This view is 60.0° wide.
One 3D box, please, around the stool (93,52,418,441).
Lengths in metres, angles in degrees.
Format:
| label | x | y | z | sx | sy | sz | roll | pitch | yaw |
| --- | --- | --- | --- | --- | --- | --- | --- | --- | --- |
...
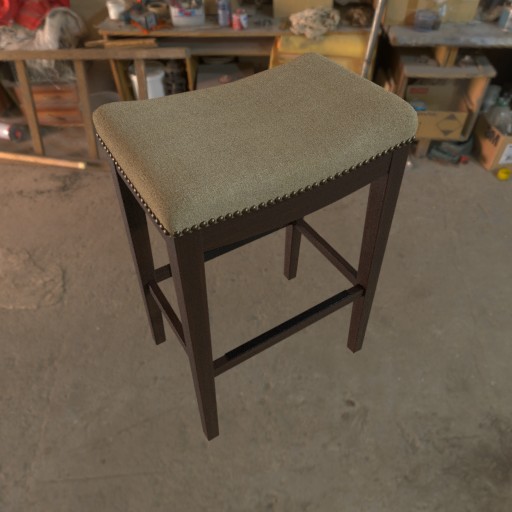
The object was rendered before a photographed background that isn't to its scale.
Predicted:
| label | x | y | z | sx | sy | sz | roll | pitch | yaw |
| --- | --- | --- | --- | --- | --- | --- | --- | --- | --- |
| stool | 0.000 | 0.000 | 1.045 | 0.509 | 0.768 | 0.363 | -24 | 51 | -21 |
